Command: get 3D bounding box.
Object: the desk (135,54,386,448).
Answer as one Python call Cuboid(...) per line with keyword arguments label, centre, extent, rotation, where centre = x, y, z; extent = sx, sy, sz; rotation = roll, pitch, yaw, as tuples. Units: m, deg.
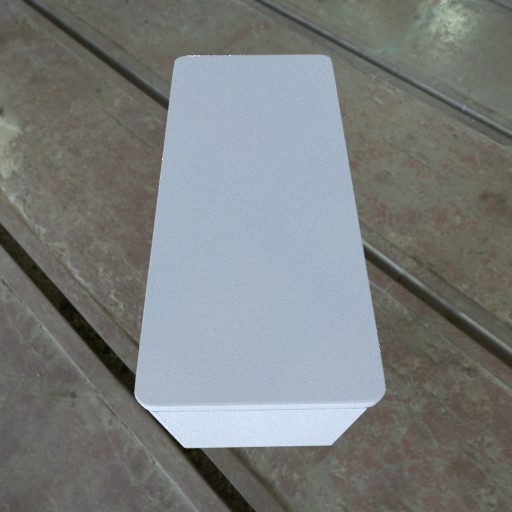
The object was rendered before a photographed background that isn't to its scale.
Cuboid(label="desk", centre=(0.000, 0.000, 1.582), extent=(0.550, 0.760, 1.200), rotation=(-1, 59, -1))
